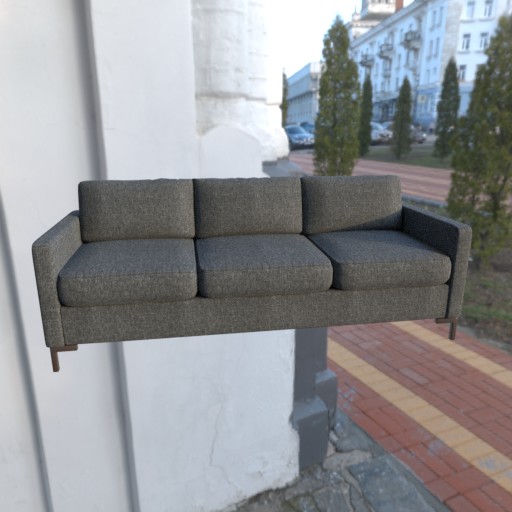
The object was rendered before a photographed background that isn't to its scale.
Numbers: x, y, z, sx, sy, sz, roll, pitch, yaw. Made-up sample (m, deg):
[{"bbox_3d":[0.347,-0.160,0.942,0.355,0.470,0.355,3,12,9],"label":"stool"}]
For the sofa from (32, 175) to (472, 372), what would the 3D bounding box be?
[{"bbox_3d":[0.000,0.000,2.625,2.218,0.874,0.859,-3,17,-9],"label":"sofa"}]
